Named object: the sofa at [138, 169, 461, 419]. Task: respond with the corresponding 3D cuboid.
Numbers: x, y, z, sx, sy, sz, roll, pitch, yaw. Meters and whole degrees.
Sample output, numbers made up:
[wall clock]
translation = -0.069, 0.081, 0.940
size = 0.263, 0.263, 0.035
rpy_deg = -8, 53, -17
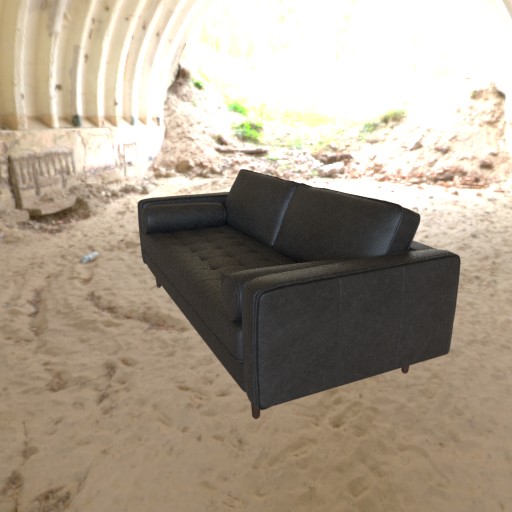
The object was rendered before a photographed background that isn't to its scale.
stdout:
[sofa]
translation = 0.000, 0.000, 2.380
size = 0.921, 0.770, 1.879
rpy_deg = -8, 18, -24
